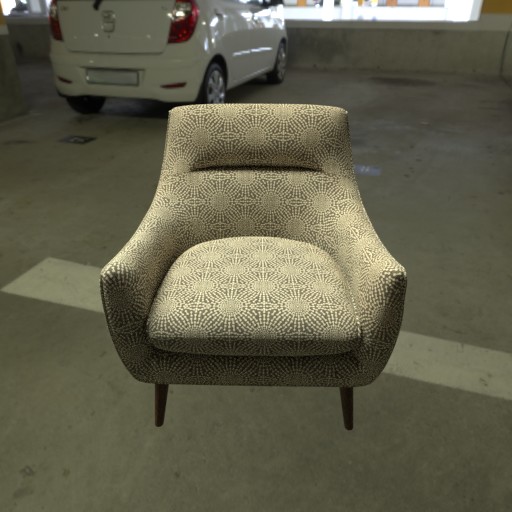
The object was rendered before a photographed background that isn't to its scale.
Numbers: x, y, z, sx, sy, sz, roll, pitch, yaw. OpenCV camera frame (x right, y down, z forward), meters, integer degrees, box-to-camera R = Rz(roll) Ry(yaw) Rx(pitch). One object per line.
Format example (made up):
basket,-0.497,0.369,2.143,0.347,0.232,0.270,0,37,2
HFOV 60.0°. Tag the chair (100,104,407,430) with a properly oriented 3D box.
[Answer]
chair,0.000,0.000,1.461,0.762,0.838,0.787,1,30,1
